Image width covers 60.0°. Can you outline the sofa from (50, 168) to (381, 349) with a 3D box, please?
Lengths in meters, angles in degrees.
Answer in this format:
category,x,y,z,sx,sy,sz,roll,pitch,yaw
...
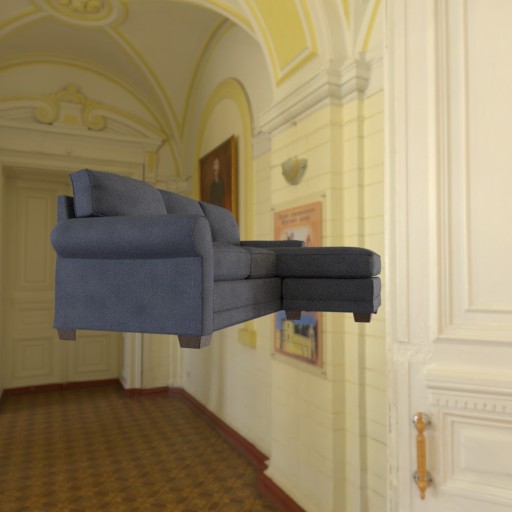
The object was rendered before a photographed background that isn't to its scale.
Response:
category,x,y,z,sx,sy,sz,roll,pitch,yaw
sofa,0.000,0.000,3.504,1.780,1.063,2.567,-1,-2,19
